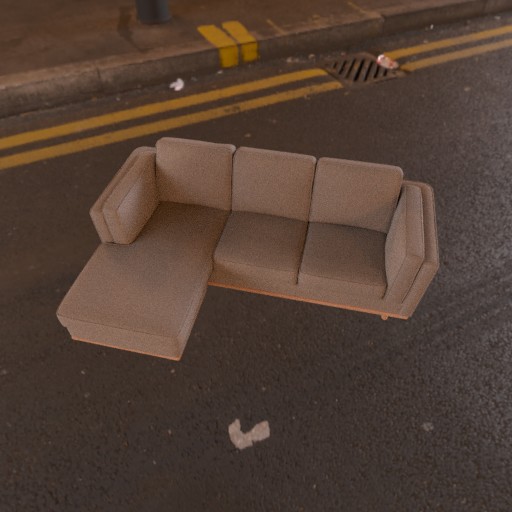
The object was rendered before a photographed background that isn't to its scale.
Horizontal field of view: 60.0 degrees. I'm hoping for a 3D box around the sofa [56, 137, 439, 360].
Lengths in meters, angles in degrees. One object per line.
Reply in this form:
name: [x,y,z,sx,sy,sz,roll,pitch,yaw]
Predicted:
sofa: [0.000,0.000,3.214,2.411,0.929,1.604,9,47,9]
